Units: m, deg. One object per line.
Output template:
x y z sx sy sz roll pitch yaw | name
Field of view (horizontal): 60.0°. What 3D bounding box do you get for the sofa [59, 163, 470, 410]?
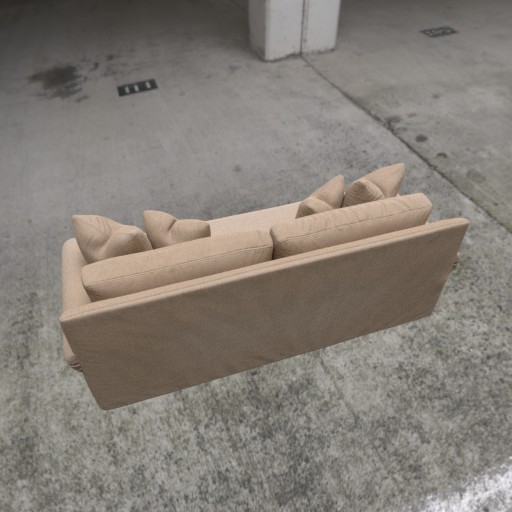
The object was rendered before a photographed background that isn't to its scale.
0.000 0.000 2.787 2.285 0.904 1.067 -13 44 -14 | sofa
